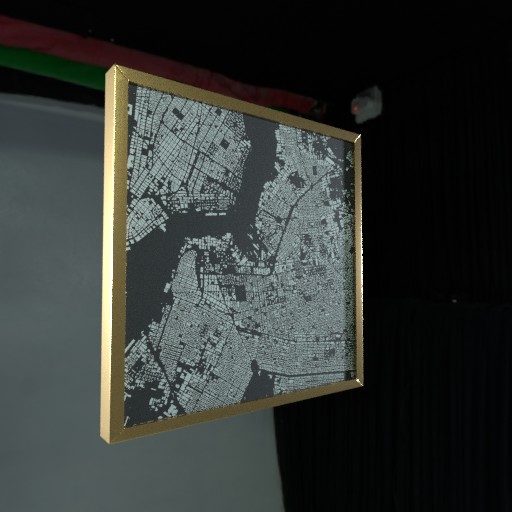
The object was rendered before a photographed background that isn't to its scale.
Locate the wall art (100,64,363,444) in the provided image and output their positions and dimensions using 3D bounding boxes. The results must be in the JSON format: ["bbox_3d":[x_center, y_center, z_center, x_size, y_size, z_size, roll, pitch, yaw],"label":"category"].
[{"bbox_3d":[0.000,0.000,0.455,0.305,0.305,0.023,2,-3,-37],"label":"wall art"}]
